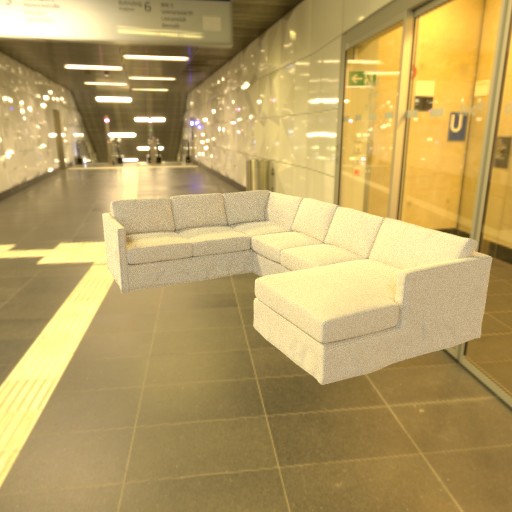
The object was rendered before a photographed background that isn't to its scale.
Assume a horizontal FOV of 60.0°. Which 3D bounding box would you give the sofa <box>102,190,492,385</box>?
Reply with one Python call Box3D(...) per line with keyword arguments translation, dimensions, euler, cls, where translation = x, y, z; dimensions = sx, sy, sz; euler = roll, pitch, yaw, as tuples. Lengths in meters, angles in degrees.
Box3D(translation=(0.000, 0.000, 4.451), dimensions=(2.427, 0.882, 3.460), euler=(-8, 17, -26), cls="sofa")
